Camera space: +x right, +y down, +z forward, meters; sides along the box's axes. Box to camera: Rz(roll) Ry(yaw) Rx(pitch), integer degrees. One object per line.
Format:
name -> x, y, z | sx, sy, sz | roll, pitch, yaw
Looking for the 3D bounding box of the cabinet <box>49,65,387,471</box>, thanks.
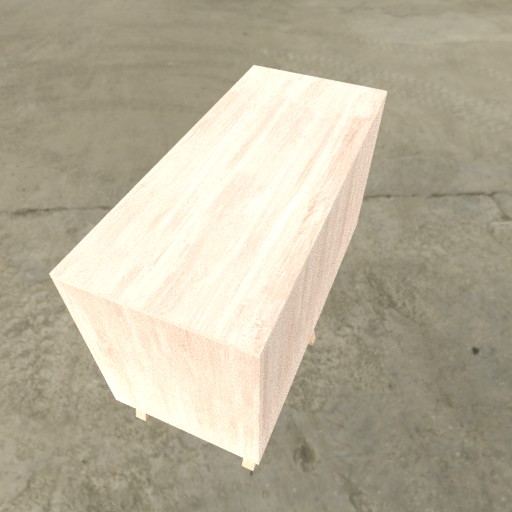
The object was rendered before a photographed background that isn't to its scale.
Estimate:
cabinet -> 0.000, 0.000, 1.529 | 0.500, 0.780, 1.110 | 18, 50, 16
